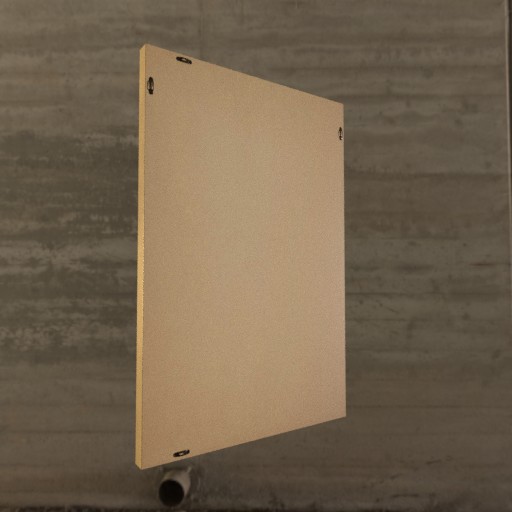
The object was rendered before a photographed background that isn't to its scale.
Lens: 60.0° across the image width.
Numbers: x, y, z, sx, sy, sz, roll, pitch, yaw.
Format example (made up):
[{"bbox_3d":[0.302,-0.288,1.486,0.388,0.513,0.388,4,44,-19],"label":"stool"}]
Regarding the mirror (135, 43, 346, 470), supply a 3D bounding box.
[{"bbox_3d":[0.000,0.000,1.136,0.609,0.915,0.041,2,-3,-35],"label":"mirror"}]
